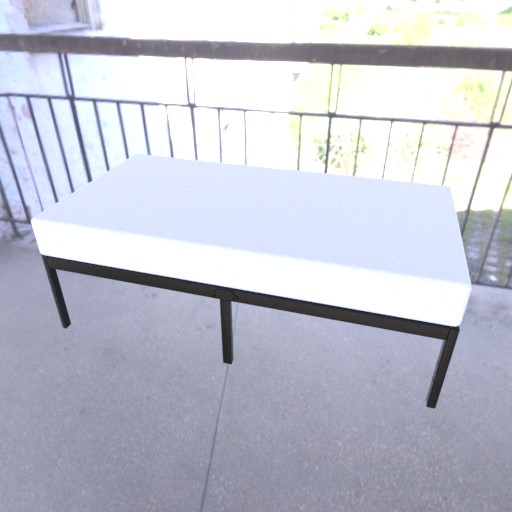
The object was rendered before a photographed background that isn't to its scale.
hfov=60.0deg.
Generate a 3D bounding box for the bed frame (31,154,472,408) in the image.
[{"bbox_3d":[0.000,0.000,2.429,1.950,0.659,1.023,9,33,14],"label":"bed frame"}]
